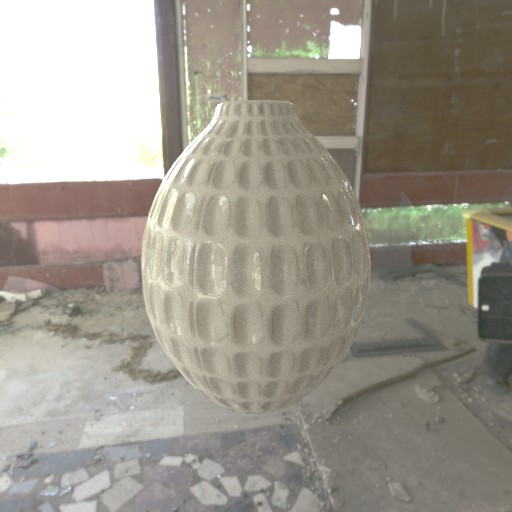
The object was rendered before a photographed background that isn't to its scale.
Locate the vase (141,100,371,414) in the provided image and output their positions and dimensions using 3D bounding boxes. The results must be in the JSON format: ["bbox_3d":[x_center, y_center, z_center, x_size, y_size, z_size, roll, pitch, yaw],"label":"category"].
[{"bbox_3d":[0.000,0.000,0.253,0.128,0.167,0.128,0,17,0],"label":"vase"}]
